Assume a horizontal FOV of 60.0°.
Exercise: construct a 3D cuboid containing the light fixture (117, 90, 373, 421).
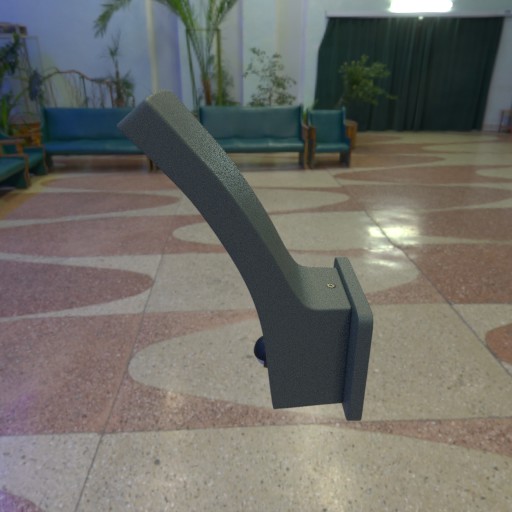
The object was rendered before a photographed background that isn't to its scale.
[{"bbox_3d":[0.000,0.000,0.348,0.174,0.243,0.108,0,24,0],"label":"light fixture"}]
